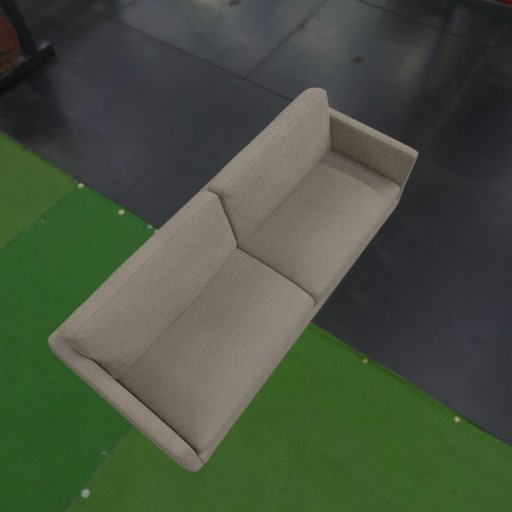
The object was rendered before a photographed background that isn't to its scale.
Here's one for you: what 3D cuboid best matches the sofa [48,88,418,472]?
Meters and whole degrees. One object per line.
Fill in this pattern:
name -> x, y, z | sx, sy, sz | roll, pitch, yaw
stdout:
sofa -> 0.000, 0.000, 2.835 | 0.988, 0.912, 2.404 | 33, 65, 18
